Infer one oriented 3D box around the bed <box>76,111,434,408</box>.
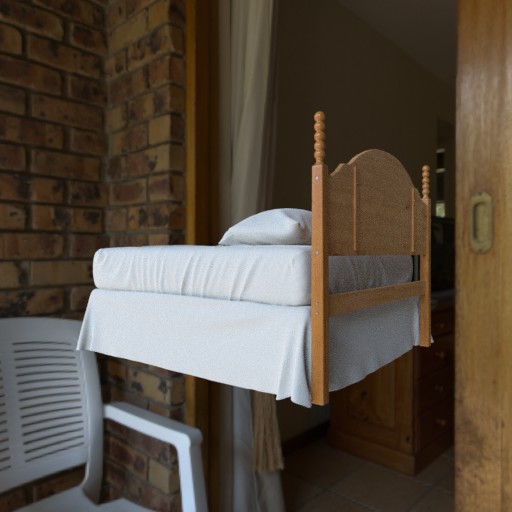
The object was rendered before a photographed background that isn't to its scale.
[{"bbox_3d":[0.000,0.000,3.285,2.040,1.356,1.873,0,1,38],"label":"bed"}]
